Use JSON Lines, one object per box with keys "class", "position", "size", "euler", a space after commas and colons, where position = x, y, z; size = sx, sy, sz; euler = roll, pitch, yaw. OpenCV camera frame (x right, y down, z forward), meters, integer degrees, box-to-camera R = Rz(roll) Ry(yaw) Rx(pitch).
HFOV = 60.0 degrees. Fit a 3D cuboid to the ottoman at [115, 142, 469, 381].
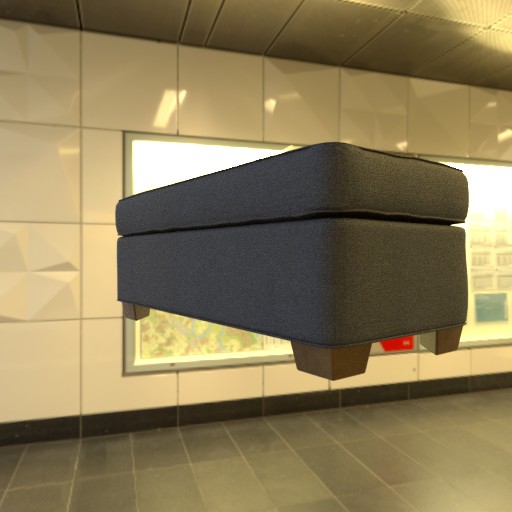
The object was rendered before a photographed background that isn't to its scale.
{"class": "ottoman", "position": [0.000, 0.000, 1.360], "size": [0.515, 0.460, 1.110], "euler": [0, 0, -37]}
